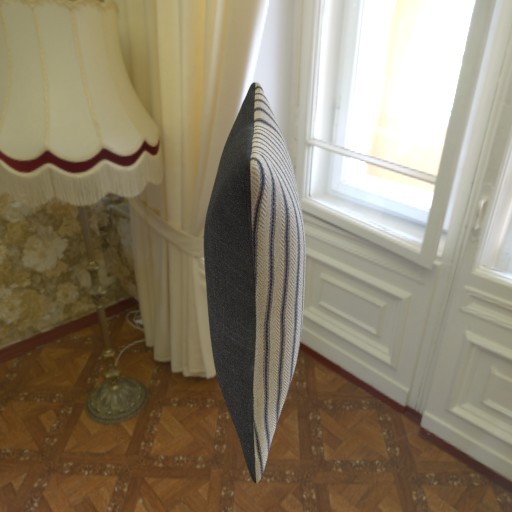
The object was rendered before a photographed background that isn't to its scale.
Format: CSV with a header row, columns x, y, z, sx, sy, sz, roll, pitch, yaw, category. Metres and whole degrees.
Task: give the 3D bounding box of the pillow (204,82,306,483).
x,y,z,sx,sy,sz,roll,pitch,yaw,category
0.000,0.000,0.686,0.138,0.444,0.468,0,29,0,pillow
